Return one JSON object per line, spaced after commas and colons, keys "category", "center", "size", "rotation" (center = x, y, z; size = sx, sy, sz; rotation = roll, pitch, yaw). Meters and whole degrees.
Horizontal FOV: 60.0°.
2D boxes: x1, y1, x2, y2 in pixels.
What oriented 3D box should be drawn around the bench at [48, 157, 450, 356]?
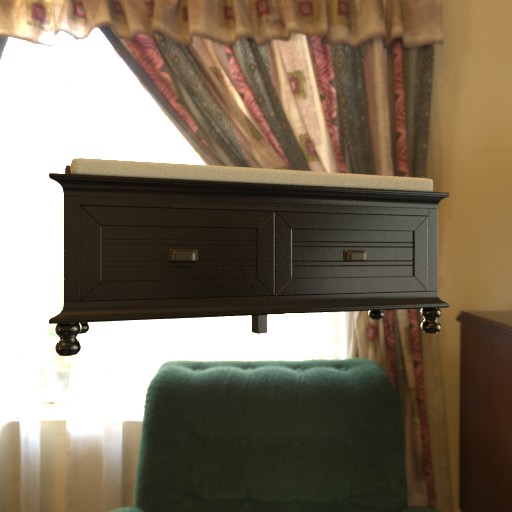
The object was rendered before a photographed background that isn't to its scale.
{"category": "bench", "center": [0.000, 0.000, 1.448], "size": [1.185, 0.501, 0.402], "rotation": [0, 0, -17]}
